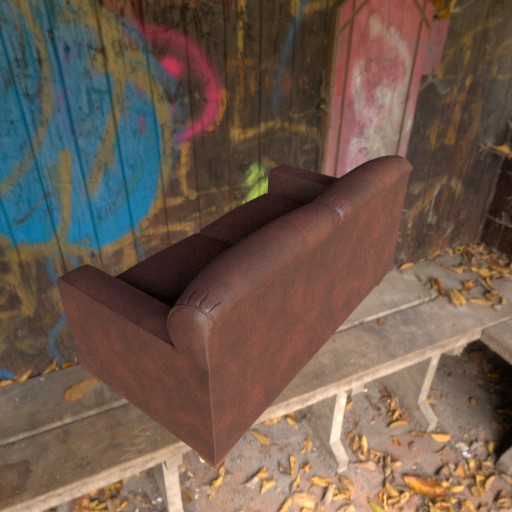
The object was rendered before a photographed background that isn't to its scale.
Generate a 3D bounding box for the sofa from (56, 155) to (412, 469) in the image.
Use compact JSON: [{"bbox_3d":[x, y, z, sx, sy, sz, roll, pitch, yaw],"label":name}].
[{"bbox_3d":[0.000,0.000,2.477,1.000,0.966,1.856,22,38,31],"label":"sofa"}]
